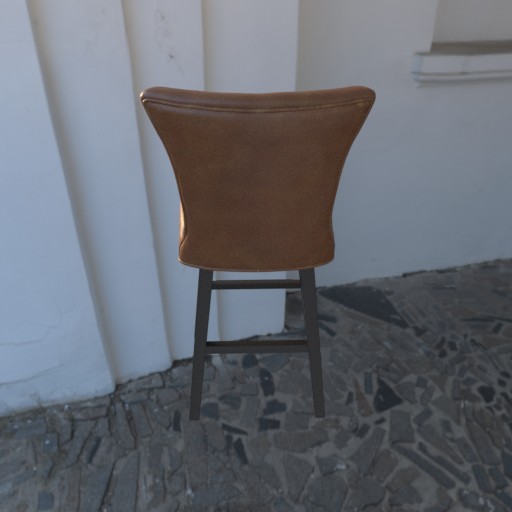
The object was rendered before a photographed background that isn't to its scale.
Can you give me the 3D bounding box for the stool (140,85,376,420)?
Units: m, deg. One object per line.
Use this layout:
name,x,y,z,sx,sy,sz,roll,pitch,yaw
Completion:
stool,0.000,0.000,1.423,0.522,1.094,0.585,-1,29,-1
